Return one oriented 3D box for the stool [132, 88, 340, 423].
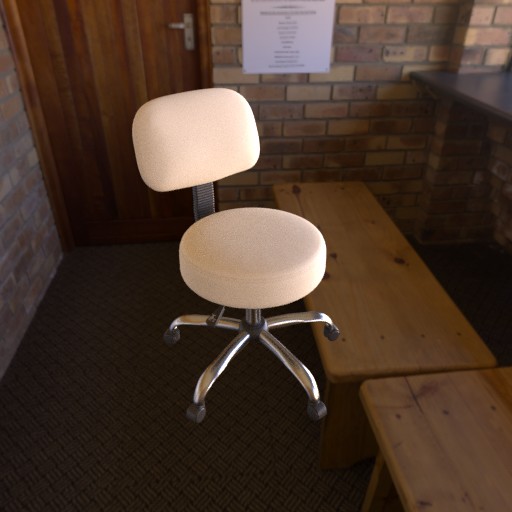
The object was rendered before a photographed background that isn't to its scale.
[{"bbox_3d":[0.000,0.000,1.262,0.609,0.810,0.616,-22,38,-31],"label":"stool"}]
